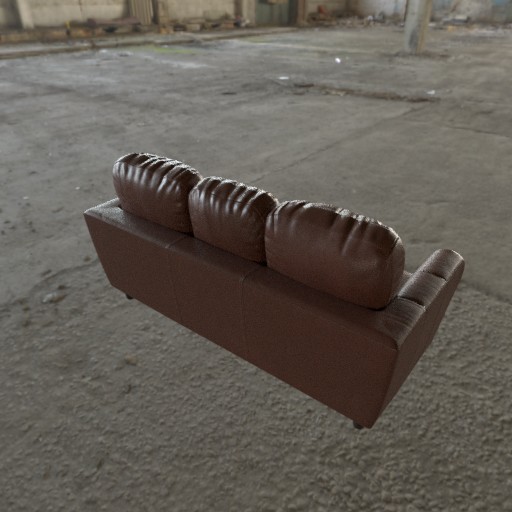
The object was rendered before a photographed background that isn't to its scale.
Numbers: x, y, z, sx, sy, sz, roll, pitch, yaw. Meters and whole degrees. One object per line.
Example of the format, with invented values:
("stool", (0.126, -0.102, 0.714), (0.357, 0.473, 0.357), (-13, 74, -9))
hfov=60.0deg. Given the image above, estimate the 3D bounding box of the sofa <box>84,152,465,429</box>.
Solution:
("sofa", (0.000, 0.000, 2.333), (1.862, 0.915, 0.802), (21, 36, 32))
